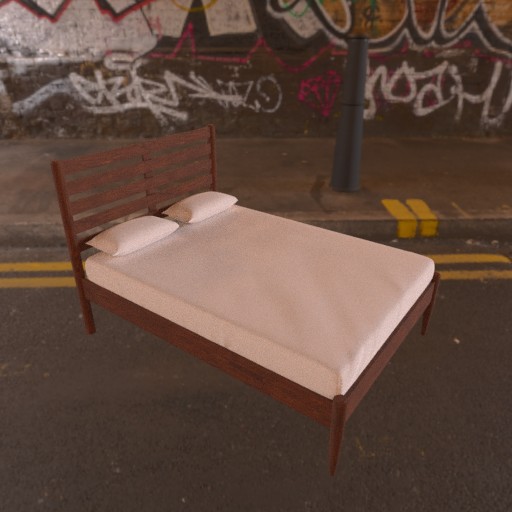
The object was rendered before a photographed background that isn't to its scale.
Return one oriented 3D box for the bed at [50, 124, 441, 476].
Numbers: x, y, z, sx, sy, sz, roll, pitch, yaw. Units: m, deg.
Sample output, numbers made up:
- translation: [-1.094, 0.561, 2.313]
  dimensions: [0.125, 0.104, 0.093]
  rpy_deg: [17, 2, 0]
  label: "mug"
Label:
- translation: [0.000, 0.000, 3.022]
  dimensions: [2.093, 1.304, 1.509]
  rpy_deg: [19, 32, 32]
  label: "bed"
